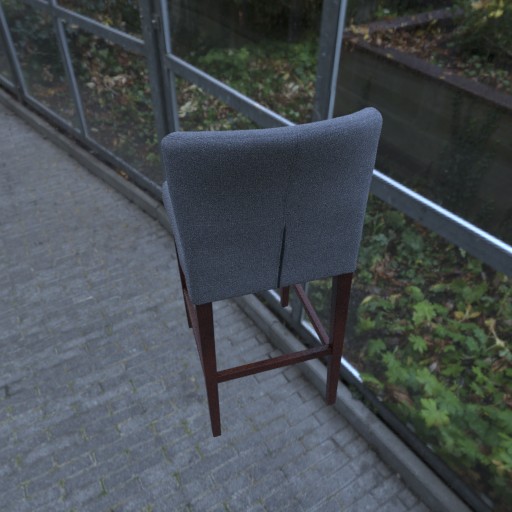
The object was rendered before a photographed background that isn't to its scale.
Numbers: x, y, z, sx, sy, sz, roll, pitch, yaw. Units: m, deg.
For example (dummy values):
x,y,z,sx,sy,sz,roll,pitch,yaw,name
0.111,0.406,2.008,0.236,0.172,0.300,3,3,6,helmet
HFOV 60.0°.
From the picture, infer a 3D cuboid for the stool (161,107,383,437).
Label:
x,y,z,sx,sy,sz,roll,pitch,yaw,name
0.000,0.000,1.361,0.486,1.069,0.568,-11,42,-12,stool
